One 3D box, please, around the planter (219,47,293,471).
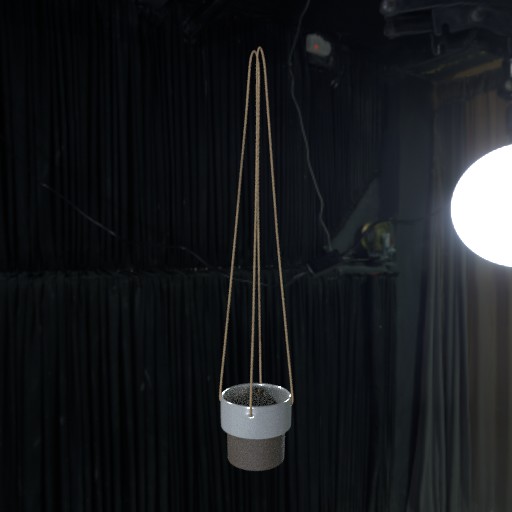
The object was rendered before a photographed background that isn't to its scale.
[{"bbox_3d":[0.000,0.000,1.168,0.187,1.073,0.187,-1,2,-37],"label":"planter"}]
